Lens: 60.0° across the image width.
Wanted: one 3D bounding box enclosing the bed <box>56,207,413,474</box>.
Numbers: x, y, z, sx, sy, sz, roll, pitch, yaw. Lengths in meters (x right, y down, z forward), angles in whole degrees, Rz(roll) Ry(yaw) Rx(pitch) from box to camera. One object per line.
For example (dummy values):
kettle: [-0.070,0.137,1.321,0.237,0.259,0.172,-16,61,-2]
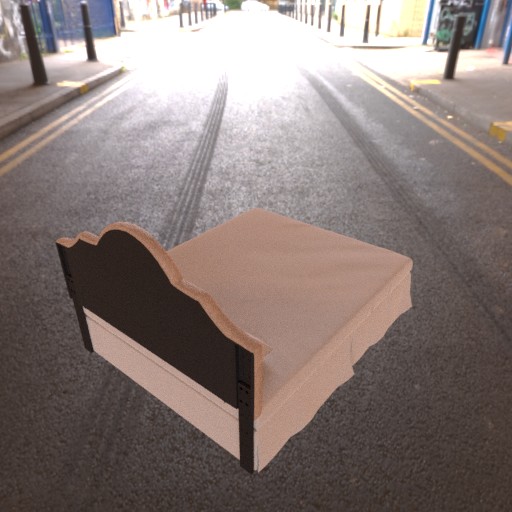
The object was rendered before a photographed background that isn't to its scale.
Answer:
bed: [0.000,0.000,3.060,1.667,1.194,1.970,22,37,33]
